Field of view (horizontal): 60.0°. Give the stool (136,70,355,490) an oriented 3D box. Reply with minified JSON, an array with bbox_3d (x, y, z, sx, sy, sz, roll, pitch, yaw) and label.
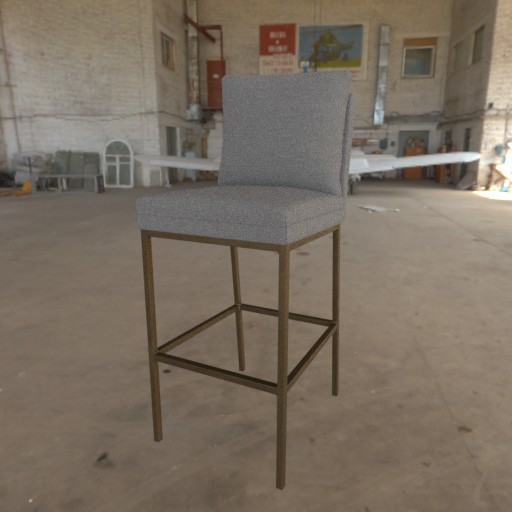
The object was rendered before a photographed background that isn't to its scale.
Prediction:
[{"bbox_3d":[0.000,0.000,1.389,0.463,1.132,0.569,7,16,27],"label":"stool"}]
